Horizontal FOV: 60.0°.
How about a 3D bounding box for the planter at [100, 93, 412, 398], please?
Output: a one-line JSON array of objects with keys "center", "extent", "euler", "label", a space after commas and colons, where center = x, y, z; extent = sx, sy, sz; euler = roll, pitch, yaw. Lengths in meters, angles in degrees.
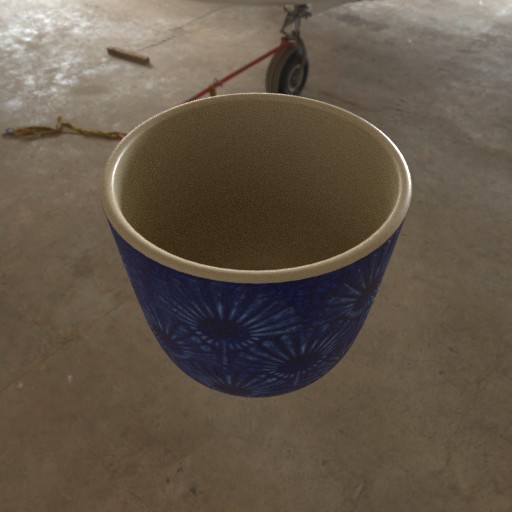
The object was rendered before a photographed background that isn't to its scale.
[{"center": [0.000, 0.000, 0.219], "extent": [0.124, 0.109, 0.124], "euler": [0, 47, 0], "label": "planter"}]
